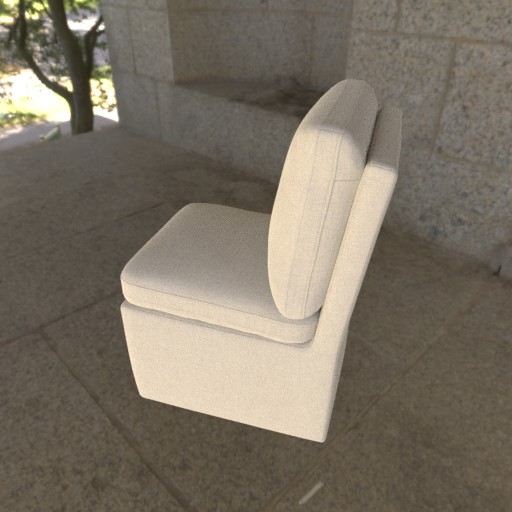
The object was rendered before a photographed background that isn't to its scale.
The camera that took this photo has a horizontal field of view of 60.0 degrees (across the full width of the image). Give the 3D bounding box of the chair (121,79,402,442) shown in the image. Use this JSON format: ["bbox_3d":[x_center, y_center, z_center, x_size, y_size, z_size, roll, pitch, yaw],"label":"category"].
[{"bbox_3d":[0.000,0.000,1.304,0.698,0.927,0.503,9,33,14],"label":"chair"}]
